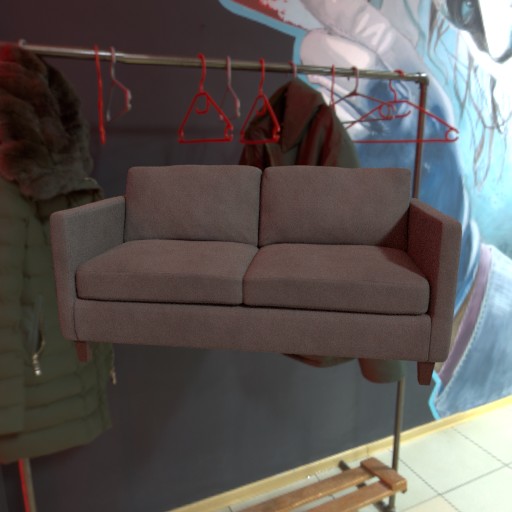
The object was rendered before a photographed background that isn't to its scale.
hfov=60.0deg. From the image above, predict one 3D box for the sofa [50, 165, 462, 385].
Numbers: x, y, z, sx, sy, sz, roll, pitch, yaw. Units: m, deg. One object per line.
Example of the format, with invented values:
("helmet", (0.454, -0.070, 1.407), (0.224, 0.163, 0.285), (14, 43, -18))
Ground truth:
("sofa", (0.000, 0.000, 2.447), (1.884, 0.963, 0.950), (2, 14, 8))
